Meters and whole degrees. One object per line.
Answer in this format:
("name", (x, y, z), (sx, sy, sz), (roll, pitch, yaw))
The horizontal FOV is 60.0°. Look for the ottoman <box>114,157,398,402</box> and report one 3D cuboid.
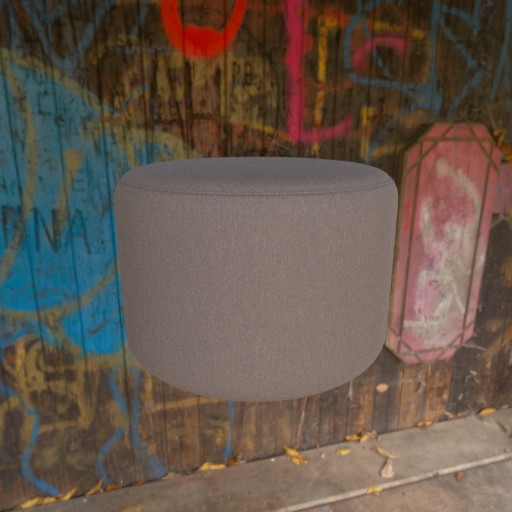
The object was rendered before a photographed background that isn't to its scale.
("ottoman", (0.000, 0.000, 1.031), (0.608, 0.433, 0.608), (0, 16, 0))
